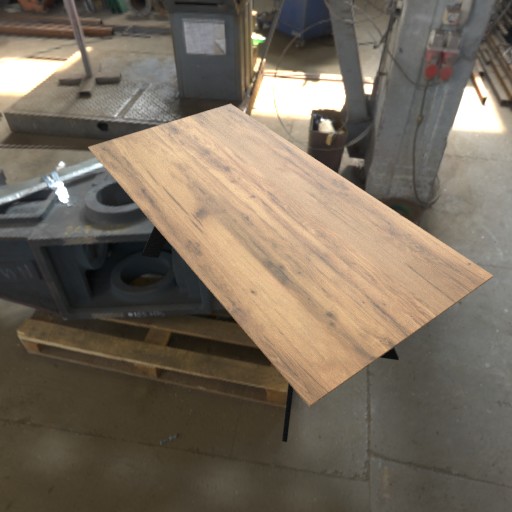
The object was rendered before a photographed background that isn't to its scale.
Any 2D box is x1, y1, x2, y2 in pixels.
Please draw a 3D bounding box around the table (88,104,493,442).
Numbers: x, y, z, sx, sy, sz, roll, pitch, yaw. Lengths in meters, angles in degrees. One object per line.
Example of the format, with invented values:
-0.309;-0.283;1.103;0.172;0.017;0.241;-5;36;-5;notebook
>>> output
0.000;0.000;2.486;1.000;0.770;2.000;-26;49;-25;table
